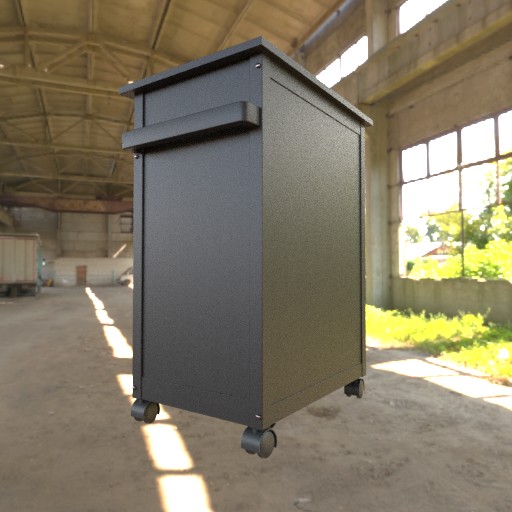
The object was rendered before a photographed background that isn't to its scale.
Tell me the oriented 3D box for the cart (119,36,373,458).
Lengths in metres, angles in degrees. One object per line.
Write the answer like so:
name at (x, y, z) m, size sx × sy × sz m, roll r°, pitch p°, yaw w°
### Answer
cart at (0.000, 0.000, 1.274) m, size 0.456 × 0.879 × 0.660 m, roll -1°, pitch -2°, yaw 35°
